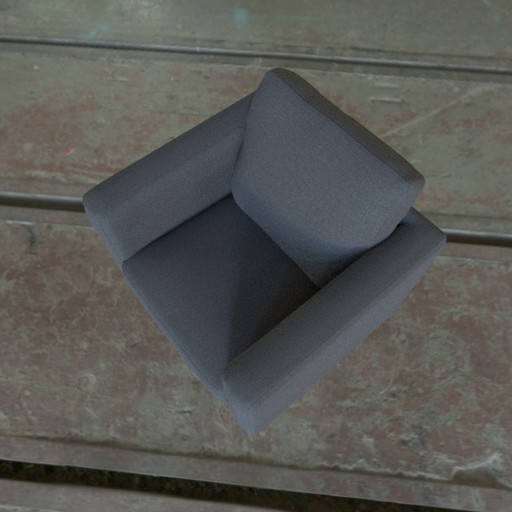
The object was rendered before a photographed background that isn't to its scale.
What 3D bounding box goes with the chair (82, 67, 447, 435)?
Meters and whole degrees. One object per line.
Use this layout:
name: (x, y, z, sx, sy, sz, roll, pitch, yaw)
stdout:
chair: (0.000, 0.000, 1.543, 0.800, 0.927, 0.854, -36, 68, -18)
